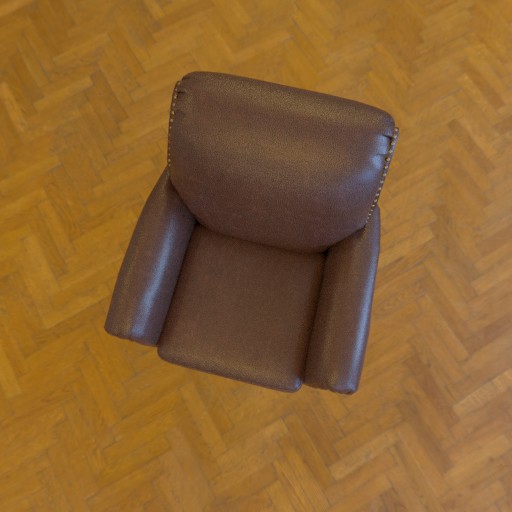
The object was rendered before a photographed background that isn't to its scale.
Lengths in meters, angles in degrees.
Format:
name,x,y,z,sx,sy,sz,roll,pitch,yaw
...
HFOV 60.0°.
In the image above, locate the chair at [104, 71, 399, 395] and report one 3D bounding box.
name,x,y,z,sx,sy,sz,roll,pitch,yaw
chair,0.000,0.000,1.628,0.854,0.927,0.890,13,75,3
